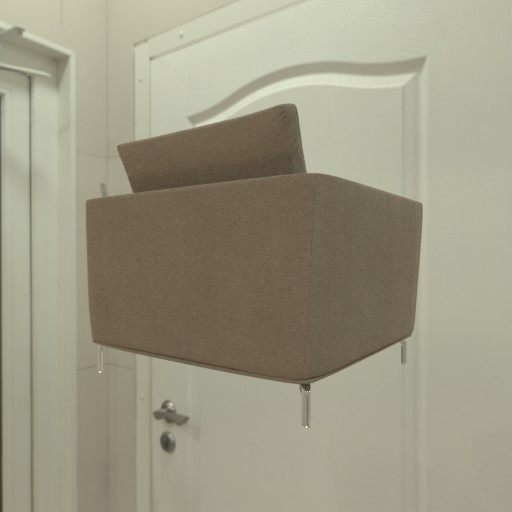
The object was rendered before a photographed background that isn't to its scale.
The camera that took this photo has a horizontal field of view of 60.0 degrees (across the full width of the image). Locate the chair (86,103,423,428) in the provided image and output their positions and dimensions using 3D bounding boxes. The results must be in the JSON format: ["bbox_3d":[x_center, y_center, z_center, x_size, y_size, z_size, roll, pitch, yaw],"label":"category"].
[{"bbox_3d":[0.000,0.000,1.704,1.041,0.864,0.889,0,1,36],"label":"chair"}]
